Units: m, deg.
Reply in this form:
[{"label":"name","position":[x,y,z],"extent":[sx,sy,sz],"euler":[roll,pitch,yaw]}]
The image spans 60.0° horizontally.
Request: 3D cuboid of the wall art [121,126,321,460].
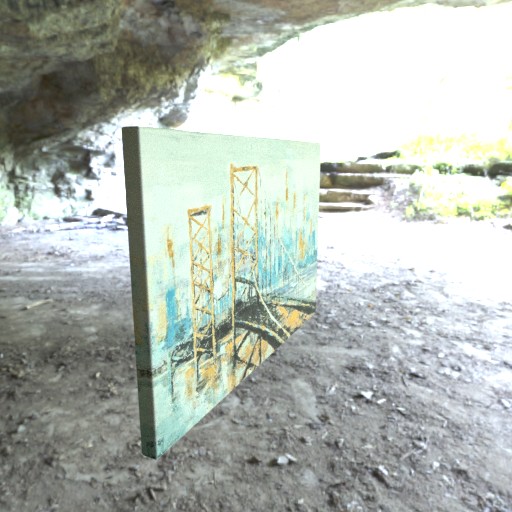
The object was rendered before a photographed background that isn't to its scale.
[{"label":"wall art","position":[0.000,0.000,1.178],"extent":[0.038,0.609,0.913],"euler":[6,14,26]}]
